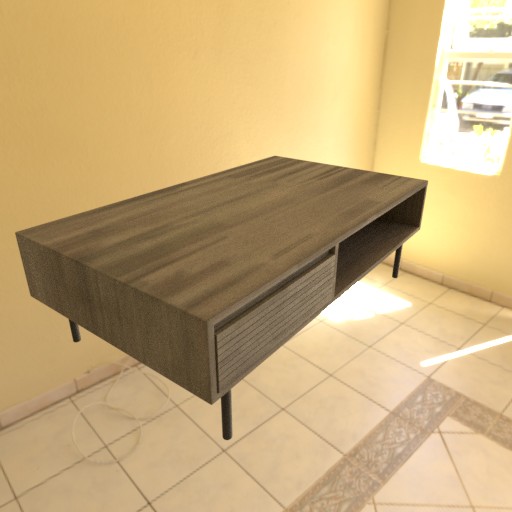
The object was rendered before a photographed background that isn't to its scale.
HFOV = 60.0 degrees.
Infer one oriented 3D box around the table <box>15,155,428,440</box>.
[{"bbox_3d":[0.000,0.000,1.361,0.643,0.347,1.088,18,30,34],"label":"table"}]
